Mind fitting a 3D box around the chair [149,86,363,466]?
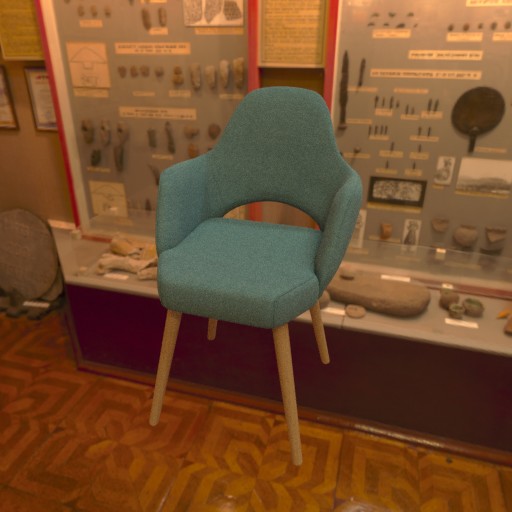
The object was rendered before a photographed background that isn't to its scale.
[{"bbox_3d":[0.000,0.000,1.364,0.589,0.920,0.666,8,28,16],"label":"chair"}]
